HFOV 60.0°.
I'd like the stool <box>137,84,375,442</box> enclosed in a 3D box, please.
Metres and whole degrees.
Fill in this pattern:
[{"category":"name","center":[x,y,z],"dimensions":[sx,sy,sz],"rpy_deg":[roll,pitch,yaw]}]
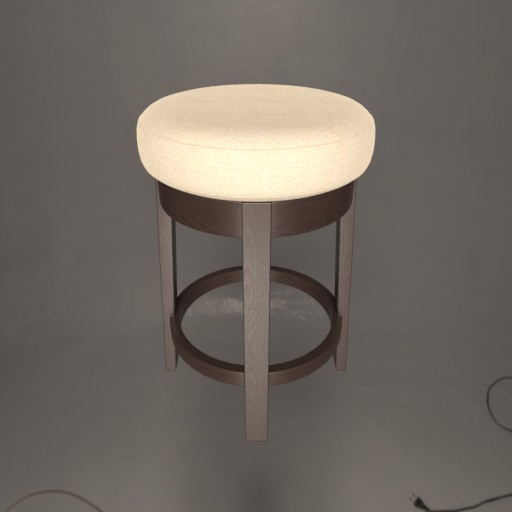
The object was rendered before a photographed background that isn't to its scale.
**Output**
[{"category":"stool","center":[0.000,0.000,0.959],"dimensions":[0.449,0.655,0.449],"rpy_deg":[0,31,0]}]
